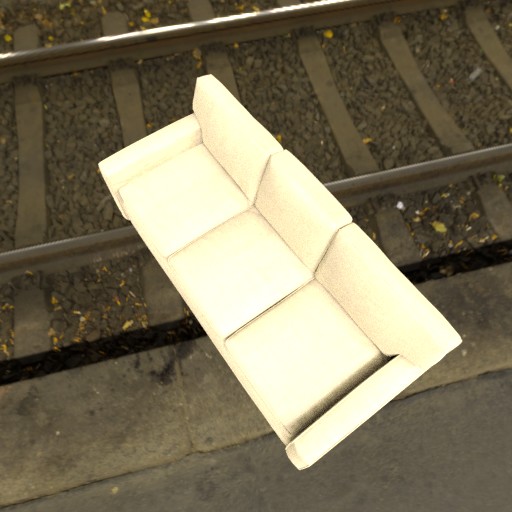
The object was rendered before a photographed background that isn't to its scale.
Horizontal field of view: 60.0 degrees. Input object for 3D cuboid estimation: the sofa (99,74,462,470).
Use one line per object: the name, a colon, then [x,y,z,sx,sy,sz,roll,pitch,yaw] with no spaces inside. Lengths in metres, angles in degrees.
sofa: [0.000,0.000,2.572,0.936,0.862,2.093,-33,68,-15]
